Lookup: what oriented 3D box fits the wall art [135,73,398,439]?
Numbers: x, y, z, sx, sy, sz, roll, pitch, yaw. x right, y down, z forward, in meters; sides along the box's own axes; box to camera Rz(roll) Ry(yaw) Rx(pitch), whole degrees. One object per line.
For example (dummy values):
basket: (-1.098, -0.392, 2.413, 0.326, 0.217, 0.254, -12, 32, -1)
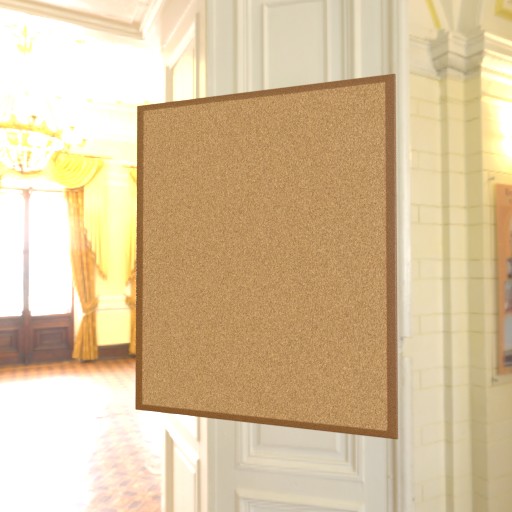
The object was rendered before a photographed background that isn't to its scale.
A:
wall art: (0.000, 0.000, 0.511, 0.310, 0.379, 0.015, 0, -1, 18)
